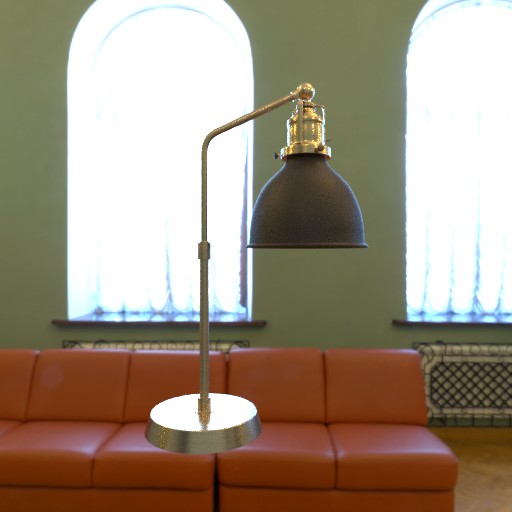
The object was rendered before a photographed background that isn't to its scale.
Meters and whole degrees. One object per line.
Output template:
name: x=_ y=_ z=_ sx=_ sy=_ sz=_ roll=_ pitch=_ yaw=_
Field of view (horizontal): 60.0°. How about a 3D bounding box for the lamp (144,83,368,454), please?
lamp: x=0.000 y=0.000 z=0.586 sx=0.291 sy=0.456 sz=0.160 roll=0 pitch=0 yaw=1
